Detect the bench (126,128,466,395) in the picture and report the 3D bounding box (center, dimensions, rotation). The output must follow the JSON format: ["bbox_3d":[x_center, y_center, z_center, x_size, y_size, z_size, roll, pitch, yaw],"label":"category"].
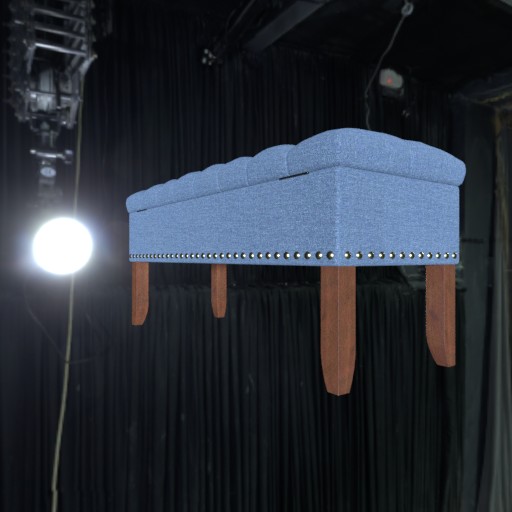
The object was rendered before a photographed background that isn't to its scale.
[{"bbox_3d":[0.000,0.000,1.297,0.417,0.492,1.052,0,0,-36],"label":"bench"}]
